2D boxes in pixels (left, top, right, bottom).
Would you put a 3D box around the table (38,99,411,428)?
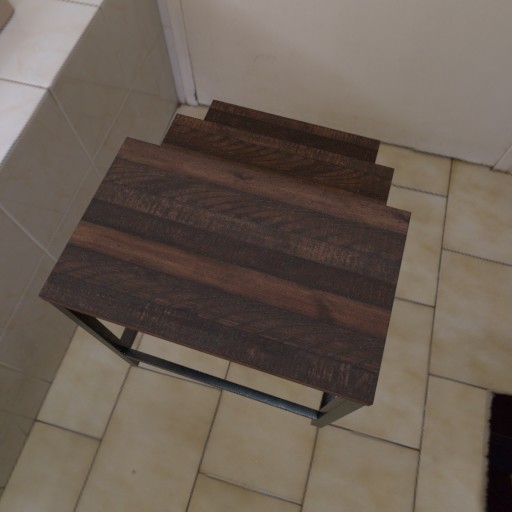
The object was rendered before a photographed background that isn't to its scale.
[{"bbox_3d":[0.000,0.000,1.164,0.608,0.616,0.660,16,66,7],"label":"table"}]
